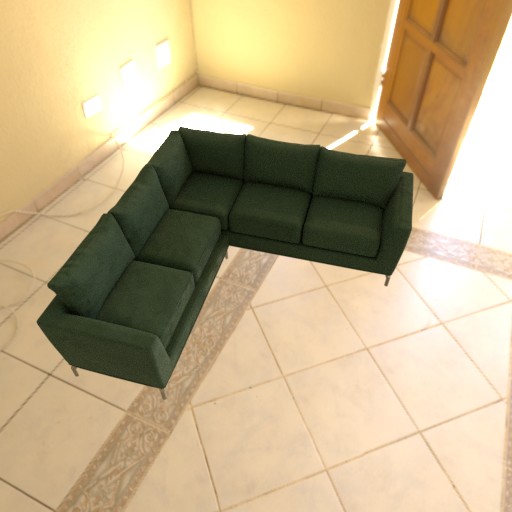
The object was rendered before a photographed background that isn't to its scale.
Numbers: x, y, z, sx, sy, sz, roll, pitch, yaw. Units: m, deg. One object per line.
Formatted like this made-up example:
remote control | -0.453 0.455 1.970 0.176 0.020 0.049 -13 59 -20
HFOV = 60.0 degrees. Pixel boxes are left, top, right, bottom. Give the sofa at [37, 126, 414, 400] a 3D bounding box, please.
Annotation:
sofa | 0.000 0.000 3.776 2.452 1.004 2.468 11 46 11
